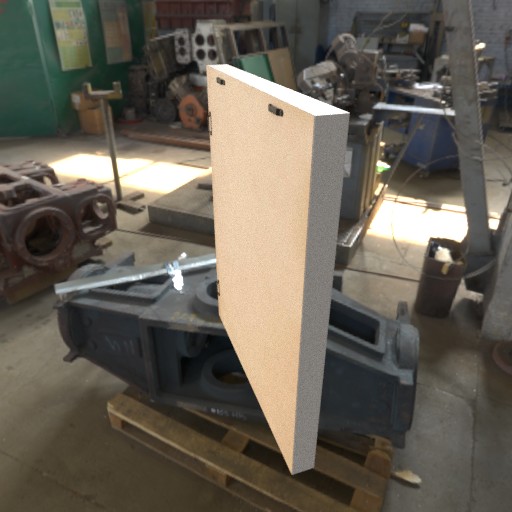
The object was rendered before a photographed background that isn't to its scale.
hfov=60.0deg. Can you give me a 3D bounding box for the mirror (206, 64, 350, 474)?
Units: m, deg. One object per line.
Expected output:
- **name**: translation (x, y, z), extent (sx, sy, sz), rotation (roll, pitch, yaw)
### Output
- **mirror**: translation (0.000, 0.000, 0.689), extent (0.041, 0.508, 0.405), rotation (-10, 31, -17)
